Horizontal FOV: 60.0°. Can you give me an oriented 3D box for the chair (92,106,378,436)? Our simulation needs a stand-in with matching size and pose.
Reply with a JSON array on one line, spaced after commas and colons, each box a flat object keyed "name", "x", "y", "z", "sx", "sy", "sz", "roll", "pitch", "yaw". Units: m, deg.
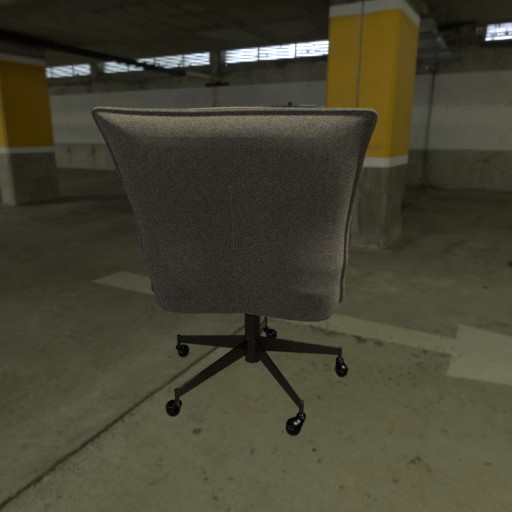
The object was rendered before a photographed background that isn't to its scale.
[{"name": "chair", "x": 0.000, "y": 0.000, "z": 1.315, "sx": 0.597, "sy": 0.811, "sz": 0.696, "roll": 3, "pitch": 16, "yaw": 10}]
